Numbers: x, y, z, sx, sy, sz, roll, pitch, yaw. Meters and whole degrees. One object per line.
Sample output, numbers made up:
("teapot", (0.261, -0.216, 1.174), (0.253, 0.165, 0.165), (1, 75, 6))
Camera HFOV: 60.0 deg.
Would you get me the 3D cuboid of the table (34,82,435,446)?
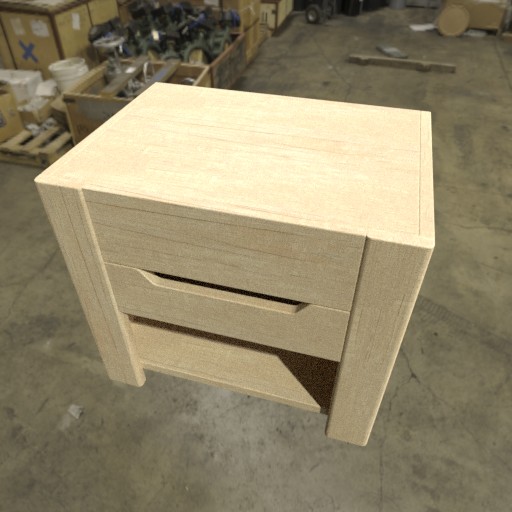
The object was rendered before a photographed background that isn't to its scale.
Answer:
("table", (0.000, 0.000, 0.913), (0.570, 0.510, 0.420), (11, 42, 12))
